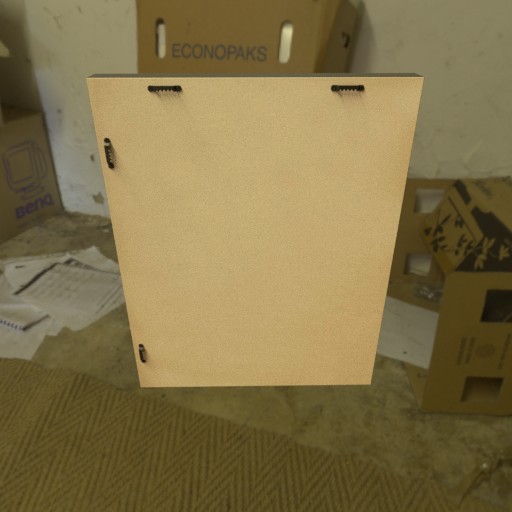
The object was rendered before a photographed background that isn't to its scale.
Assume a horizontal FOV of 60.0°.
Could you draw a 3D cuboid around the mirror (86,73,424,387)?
[{"bbox_3d":[0.000,0.000,0.669,0.406,0.509,0.041,0,30,-1],"label":"mirror"}]
